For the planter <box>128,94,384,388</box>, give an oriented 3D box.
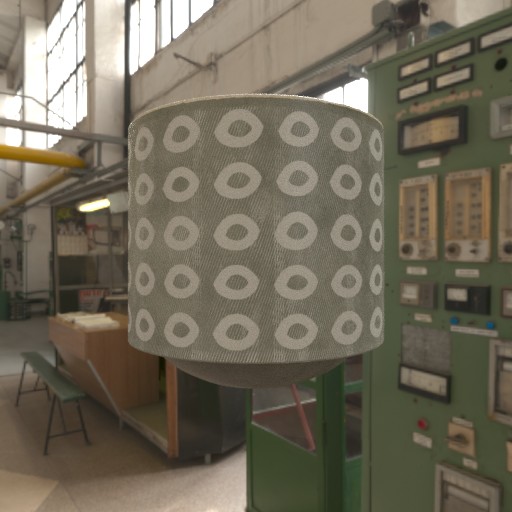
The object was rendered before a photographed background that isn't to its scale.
[{"bbox_3d":[0.000,0.000,0.342,0.190,0.181,0.190,0,0,0],"label":"planter"}]
